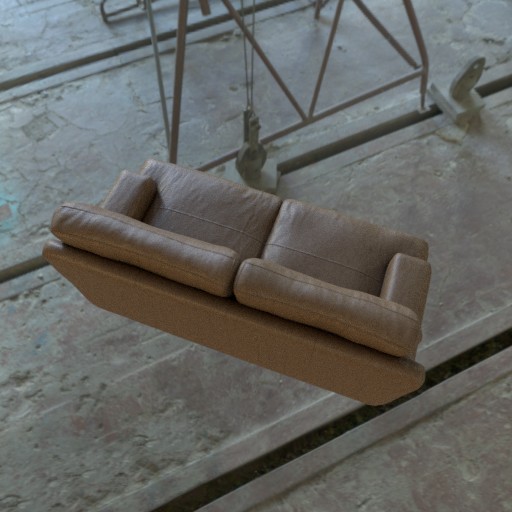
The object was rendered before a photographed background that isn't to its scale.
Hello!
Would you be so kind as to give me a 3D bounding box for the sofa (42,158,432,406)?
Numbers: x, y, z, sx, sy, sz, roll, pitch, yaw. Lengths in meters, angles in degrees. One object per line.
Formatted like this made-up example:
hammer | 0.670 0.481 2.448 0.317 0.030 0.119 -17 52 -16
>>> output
sofa | 0.000 0.000 2.437 1.855 0.980 0.962 18 65 8
